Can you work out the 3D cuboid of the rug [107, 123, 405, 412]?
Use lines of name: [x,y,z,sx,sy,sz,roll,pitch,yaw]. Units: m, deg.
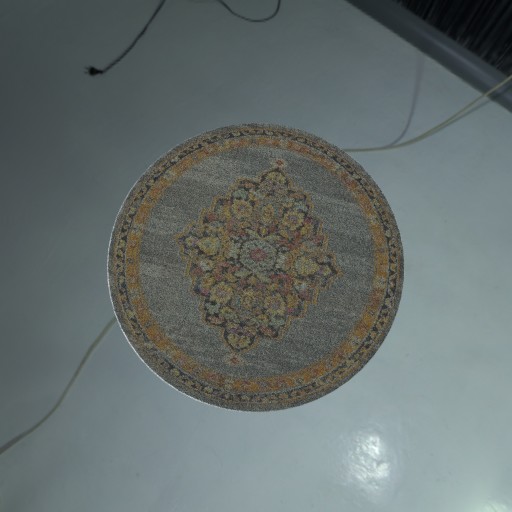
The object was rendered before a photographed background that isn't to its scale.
rug: [0.000,0.000,2.391,1.598,0.010,1.598,0,76,0]
